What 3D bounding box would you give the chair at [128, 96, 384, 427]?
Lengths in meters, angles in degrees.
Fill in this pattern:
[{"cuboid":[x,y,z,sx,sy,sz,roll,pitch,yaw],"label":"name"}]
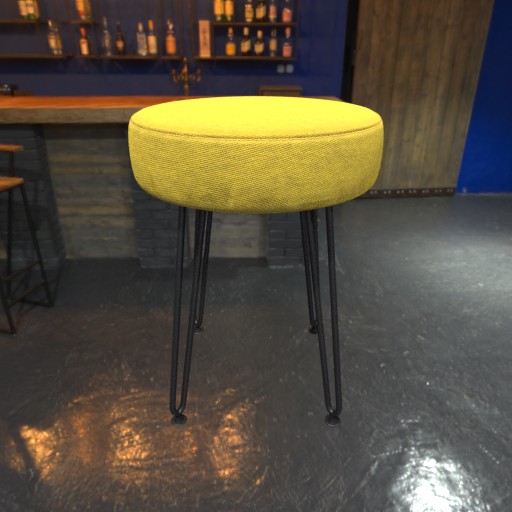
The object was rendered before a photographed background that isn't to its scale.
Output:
[{"cuboid":[0.000,0.000,0.700,0.345,0.455,0.345,0,26,0],"label":"chair"}]
